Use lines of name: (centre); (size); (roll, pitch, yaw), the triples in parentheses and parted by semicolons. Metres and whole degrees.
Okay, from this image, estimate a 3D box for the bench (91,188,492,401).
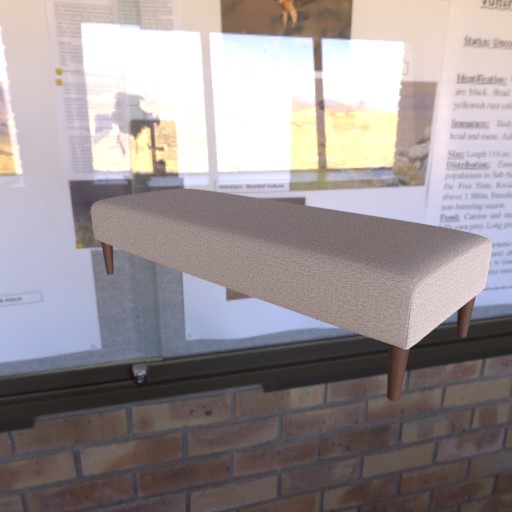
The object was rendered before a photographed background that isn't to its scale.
bench: (0.000, 0.000, 1.815); (1.598, 0.383, 0.631); (15, 23, 41)
